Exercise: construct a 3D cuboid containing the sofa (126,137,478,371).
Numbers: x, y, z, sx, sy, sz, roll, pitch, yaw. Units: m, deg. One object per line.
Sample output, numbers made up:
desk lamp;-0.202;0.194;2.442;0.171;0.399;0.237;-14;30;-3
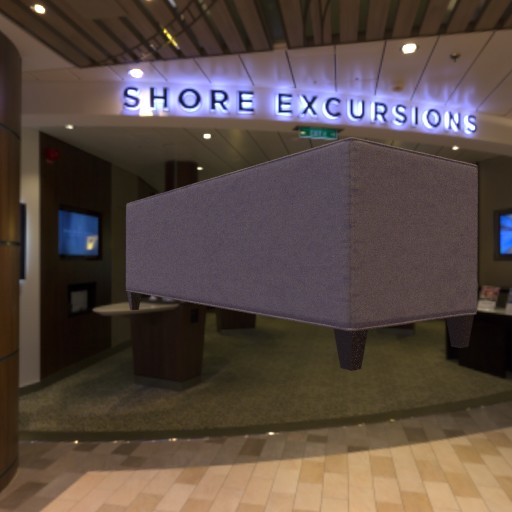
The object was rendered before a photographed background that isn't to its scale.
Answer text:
sofa;0.000;0.000;2.515;0.775;0.762;2.159;0;0;-35
